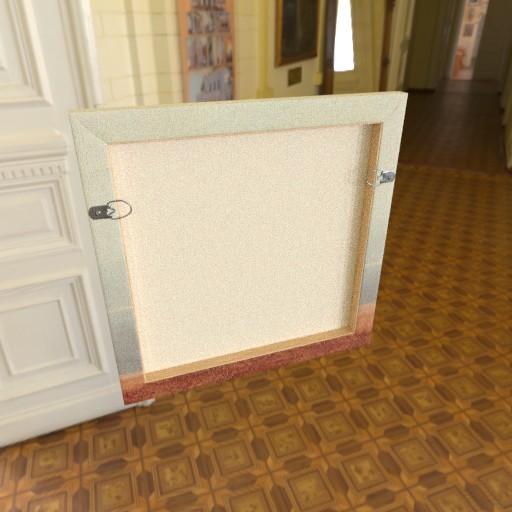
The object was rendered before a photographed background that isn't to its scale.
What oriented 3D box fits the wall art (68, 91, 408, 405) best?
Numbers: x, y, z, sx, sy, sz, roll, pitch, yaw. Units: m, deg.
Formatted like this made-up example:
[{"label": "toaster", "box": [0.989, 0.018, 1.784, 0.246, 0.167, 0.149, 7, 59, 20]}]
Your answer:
[{"label": "wall art", "box": [0.000, 0.000, 0.605, 0.405, 0.405, 0.023, -10, 29, -17]}]
